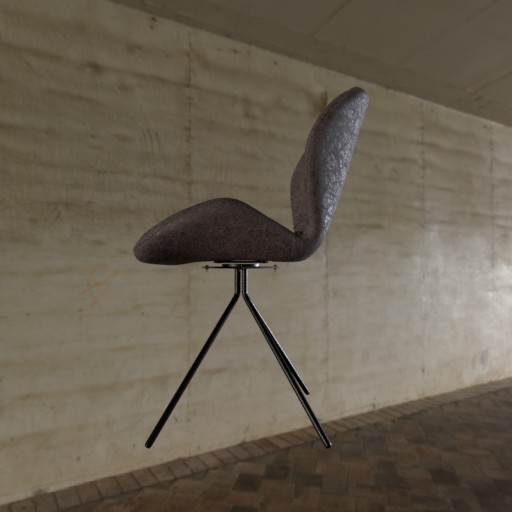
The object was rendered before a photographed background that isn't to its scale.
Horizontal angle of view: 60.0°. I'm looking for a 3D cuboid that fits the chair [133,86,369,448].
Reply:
[{"bbox_3d":[0.000,0.000,1.291,0.640,0.934,0.527,0,-1,0],"label":"chair"}]
